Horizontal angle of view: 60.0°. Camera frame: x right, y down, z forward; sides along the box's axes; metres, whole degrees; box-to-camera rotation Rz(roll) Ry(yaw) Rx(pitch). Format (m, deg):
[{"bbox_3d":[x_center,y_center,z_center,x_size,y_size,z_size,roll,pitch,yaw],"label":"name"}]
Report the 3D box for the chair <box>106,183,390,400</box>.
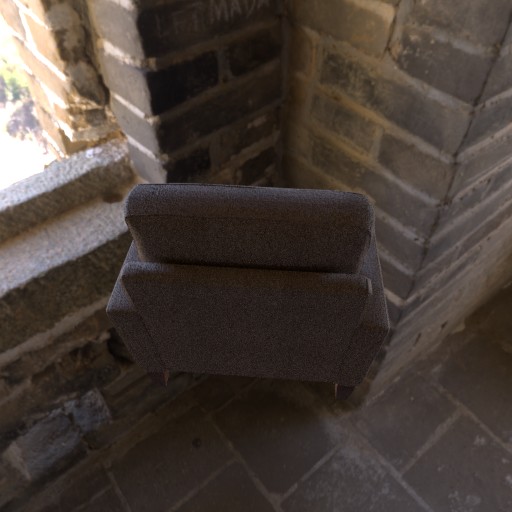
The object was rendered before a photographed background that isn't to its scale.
[{"bbox_3d":[0.000,0.000,1.682,0.855,0.993,0.897,3,45,3],"label":"chair"}]
